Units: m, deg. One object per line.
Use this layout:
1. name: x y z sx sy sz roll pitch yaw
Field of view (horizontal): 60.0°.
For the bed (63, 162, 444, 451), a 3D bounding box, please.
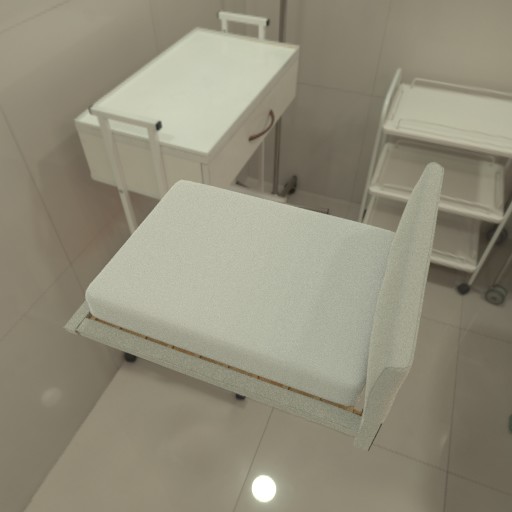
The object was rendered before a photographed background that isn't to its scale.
1. bed: 0.000 0.000 3.354 2.368 1.067 1.840 16 48 14
